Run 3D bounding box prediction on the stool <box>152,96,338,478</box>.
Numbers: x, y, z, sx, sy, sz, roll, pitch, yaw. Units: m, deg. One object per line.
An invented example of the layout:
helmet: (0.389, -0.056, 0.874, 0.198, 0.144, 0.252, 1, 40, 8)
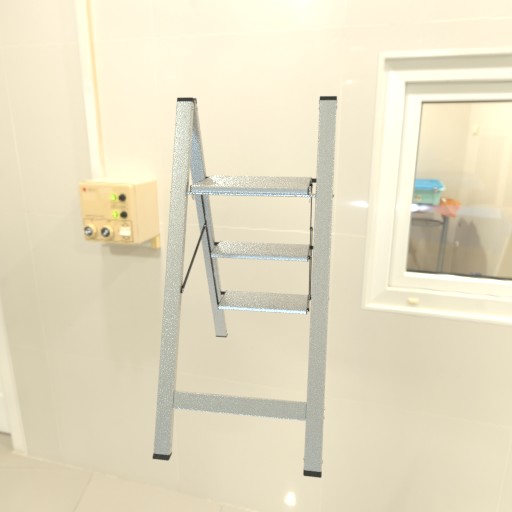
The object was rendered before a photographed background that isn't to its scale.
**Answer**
stool: (0.000, 0.000, 1.336, 0.441, 0.902, 0.730, 2, 17, 8)
